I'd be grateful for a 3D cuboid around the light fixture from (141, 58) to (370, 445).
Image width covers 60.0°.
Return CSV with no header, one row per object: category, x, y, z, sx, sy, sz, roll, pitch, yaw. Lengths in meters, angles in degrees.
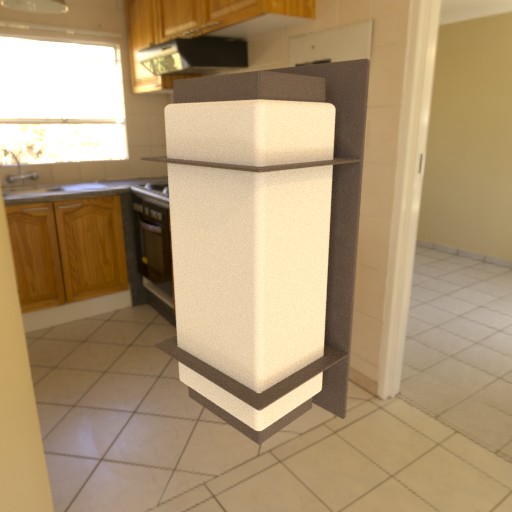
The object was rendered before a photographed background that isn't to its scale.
light fixture,0.000,0.000,0.427,0.153,0.347,0.146,16,23,43
